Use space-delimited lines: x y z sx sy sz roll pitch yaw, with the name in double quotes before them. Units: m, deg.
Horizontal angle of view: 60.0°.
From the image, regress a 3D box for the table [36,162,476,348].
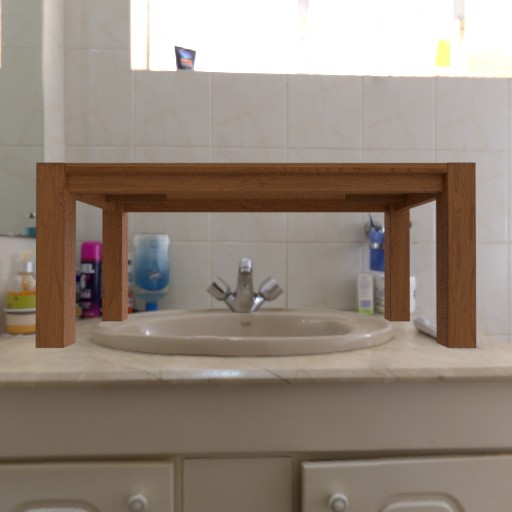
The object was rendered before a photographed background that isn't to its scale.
"table" 0.000 0.000 2.261 1.800 0.760 0.900 0 0 0
